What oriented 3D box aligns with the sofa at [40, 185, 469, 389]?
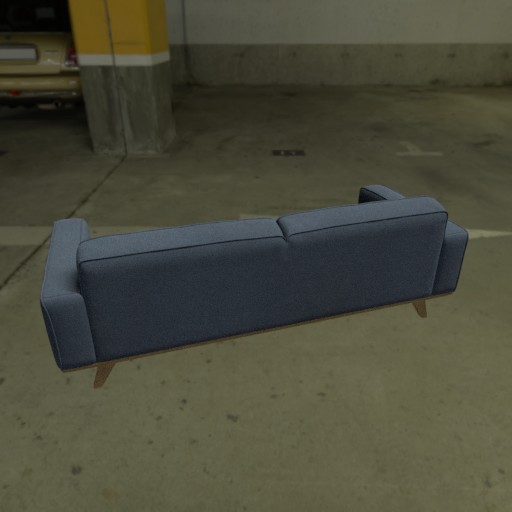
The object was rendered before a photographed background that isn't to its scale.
[{"bbox_3d":[0.000,0.000,2.650,2.270,0.782,0.953,-9,29,-16],"label":"sofa"}]
